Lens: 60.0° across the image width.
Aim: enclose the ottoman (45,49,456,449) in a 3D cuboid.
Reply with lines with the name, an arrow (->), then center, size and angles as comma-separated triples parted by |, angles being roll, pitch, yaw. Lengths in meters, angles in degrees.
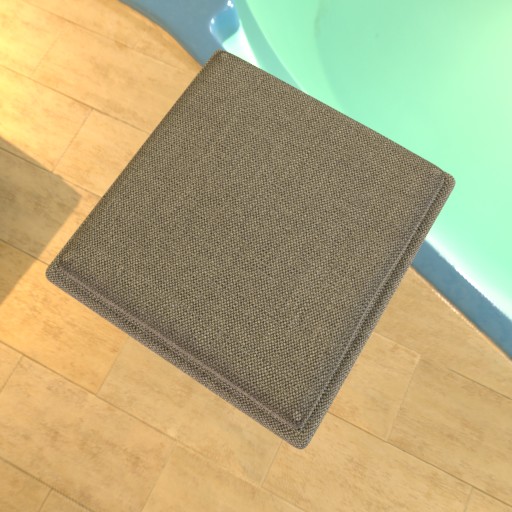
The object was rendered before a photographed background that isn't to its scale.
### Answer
ottoman -> 0.000, 0.000, 0.811 | 0.436, 0.487, 0.454 | 32, 78, 8
